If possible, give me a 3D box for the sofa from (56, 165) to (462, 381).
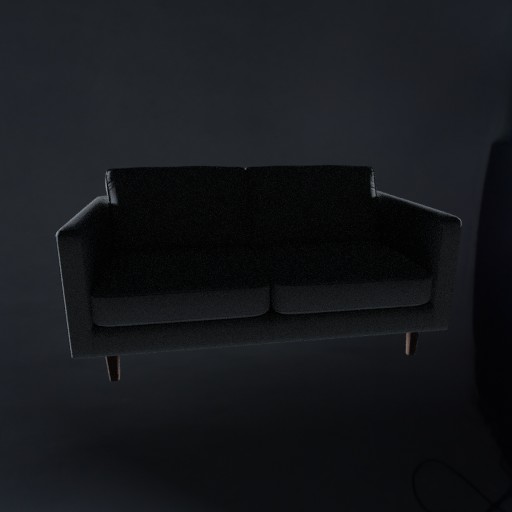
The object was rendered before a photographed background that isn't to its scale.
[{"bbox_3d":[0.000,0.000,2.346,1.731,0.900,1.000,-3,16,-9],"label":"sofa"}]
